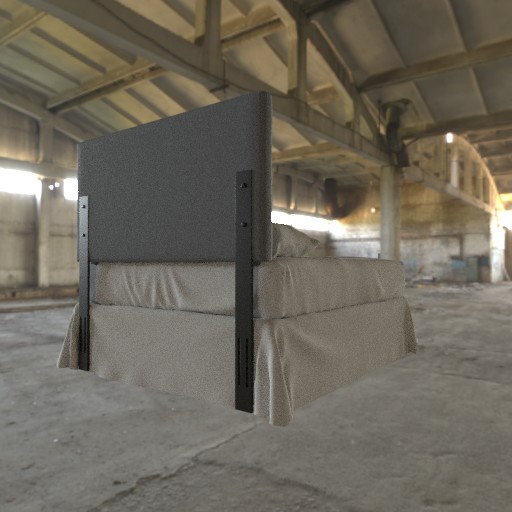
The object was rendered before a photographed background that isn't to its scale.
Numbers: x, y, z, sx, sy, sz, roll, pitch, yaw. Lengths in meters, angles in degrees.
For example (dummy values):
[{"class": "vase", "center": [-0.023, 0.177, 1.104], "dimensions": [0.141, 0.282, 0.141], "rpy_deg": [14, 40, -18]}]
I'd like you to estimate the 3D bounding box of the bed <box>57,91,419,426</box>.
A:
[{"class": "bed", "center": [0.000, 0.000, 3.427], "dimensions": [1.936, 1.577, 2.222], "rpy_deg": [-1, -1, 37]}]
